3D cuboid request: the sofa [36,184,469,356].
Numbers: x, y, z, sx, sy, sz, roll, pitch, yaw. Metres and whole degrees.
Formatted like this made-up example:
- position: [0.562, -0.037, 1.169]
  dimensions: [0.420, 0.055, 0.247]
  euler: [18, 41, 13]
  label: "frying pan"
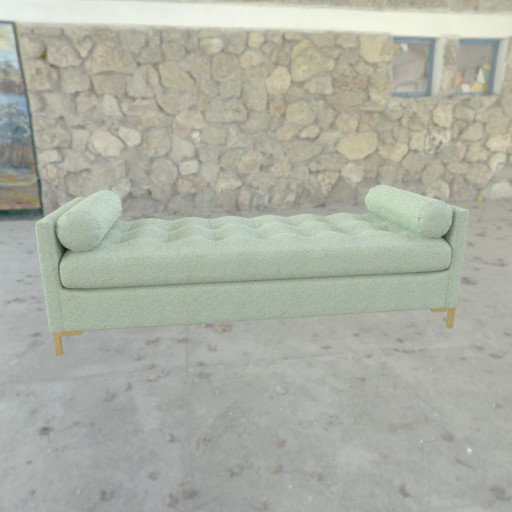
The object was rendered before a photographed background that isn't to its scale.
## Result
- position: [0.000, 0.000, 2.523]
  dimensions: [2.102, 0.705, 0.796]
  euler: [-2, 16, -8]
  label: "sofa"
